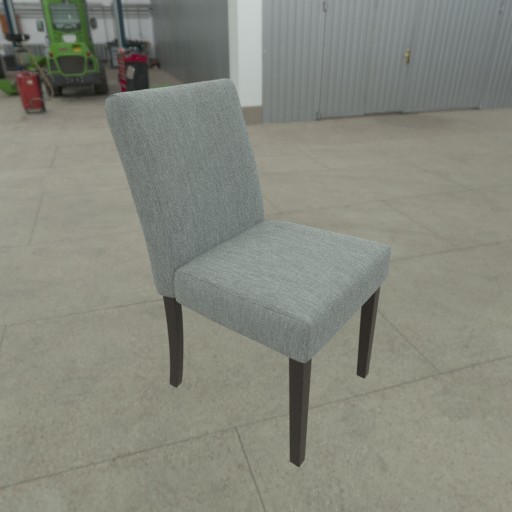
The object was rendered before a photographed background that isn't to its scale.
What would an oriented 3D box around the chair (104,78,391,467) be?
[{"bbox_3d":[0.000,0.000,1.268,0.629,0.884,0.487,19,33,32],"label":"chair"}]
